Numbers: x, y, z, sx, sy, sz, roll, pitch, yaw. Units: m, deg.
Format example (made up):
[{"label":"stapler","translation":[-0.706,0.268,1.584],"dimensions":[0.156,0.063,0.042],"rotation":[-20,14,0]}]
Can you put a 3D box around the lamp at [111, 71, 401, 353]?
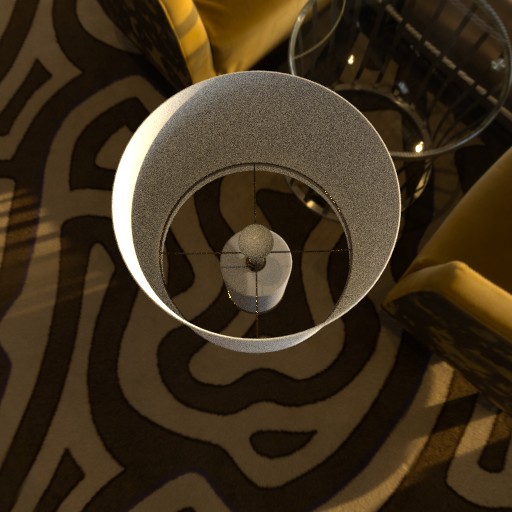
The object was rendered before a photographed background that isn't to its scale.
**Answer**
[{"label":"lamp","translation":[0.000,0.000,0.535],"dimensions":[0.229,0.380,0.229],"rotation":[0,75,0]}]
